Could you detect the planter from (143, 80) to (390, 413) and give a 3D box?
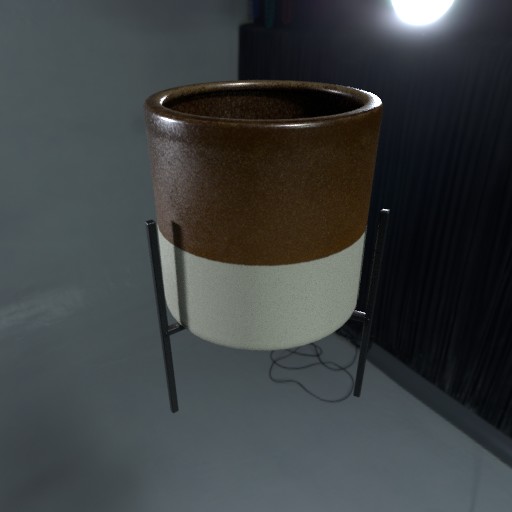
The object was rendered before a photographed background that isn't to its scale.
[{"bbox_3d":[0.000,0.000,0.550,0.269,0.375,0.255,-21,36,-32],"label":"planter"}]
